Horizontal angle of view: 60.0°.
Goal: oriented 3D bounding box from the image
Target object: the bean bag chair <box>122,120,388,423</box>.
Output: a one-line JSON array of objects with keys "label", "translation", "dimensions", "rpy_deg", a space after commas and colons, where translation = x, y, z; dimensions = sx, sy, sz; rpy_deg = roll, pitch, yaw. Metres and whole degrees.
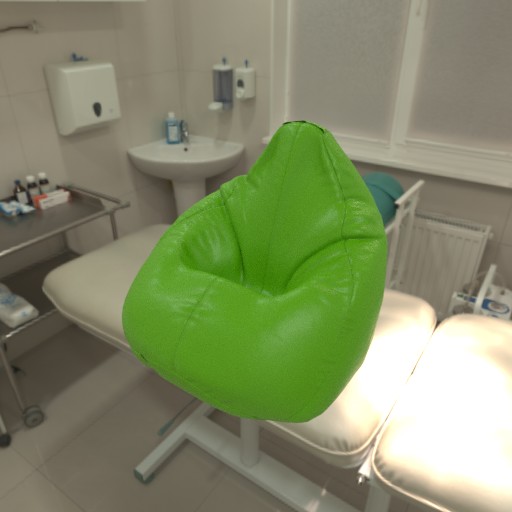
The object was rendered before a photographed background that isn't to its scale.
[{"label": "bean bag chair", "translation": [0.000, 0.000, 1.880], "dimensions": [1.070, 0.990, 1.070], "rpy_deg": [19, 35, 29]}]
